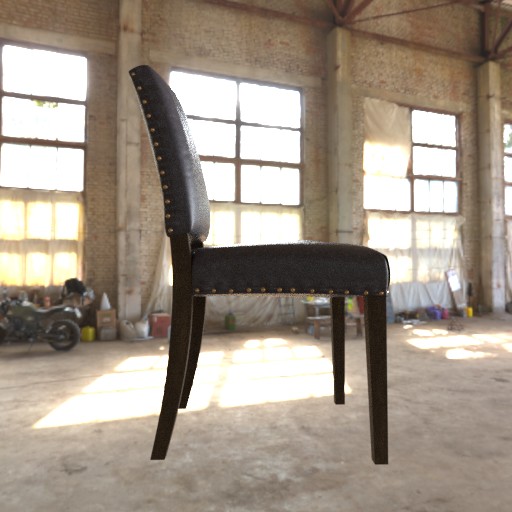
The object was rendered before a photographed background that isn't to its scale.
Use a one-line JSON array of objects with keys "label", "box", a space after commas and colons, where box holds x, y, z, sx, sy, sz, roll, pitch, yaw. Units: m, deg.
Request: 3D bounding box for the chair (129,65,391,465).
[{"label": "chair", "box": [0.000, 0.000, 1.287, 0.633, 0.991, 0.500, 0, -1, -1]}]
